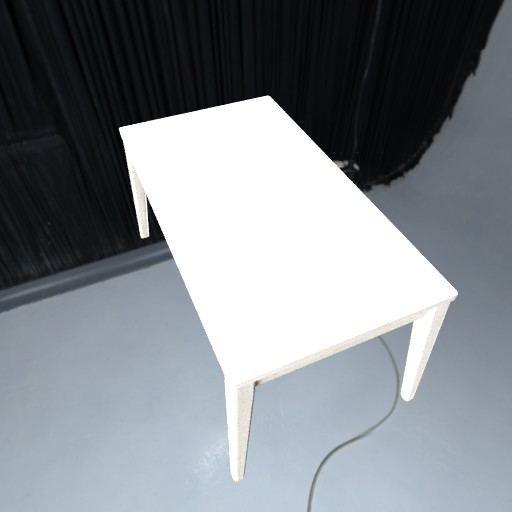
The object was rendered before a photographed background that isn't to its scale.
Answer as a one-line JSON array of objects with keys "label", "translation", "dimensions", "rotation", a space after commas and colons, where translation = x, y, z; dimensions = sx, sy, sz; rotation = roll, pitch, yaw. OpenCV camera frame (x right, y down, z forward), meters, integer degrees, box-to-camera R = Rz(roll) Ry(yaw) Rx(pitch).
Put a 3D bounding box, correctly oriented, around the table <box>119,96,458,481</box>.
[{"label": "table", "translation": [0.000, 0.000, 2.159], "dimensions": [0.900, 0.760, 1.600], "rotation": [-18, 49, -16]}]
